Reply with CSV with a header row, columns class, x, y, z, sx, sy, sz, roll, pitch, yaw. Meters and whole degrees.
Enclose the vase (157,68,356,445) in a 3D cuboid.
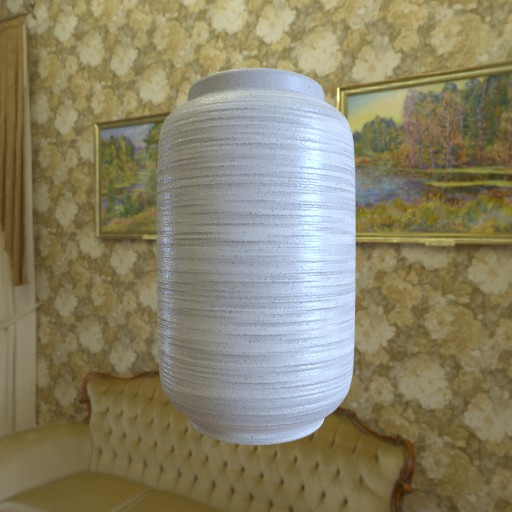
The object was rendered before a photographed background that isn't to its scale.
class,x,y,z,sx,sy,sz,roll,pitch,yaw
vase,0.000,0.000,0.461,0.202,0.335,0.202,0,1,0
